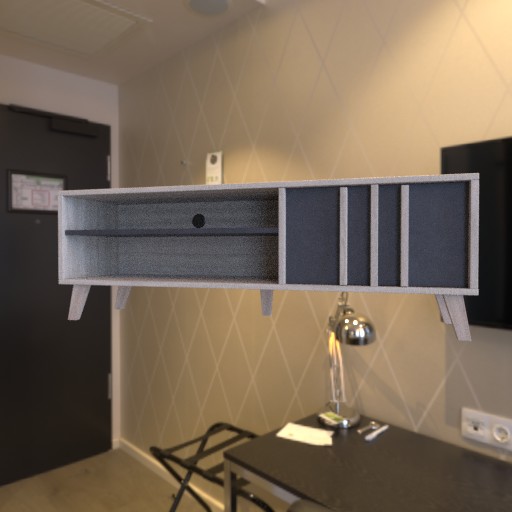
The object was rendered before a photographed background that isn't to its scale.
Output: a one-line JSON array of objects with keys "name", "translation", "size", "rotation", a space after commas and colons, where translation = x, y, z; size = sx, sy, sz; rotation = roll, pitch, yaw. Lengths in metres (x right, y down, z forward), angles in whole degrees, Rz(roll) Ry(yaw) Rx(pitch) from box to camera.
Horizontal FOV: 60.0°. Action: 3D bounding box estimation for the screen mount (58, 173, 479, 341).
[{"name": "screen mount", "translation": [0.000, 0.000, 1.725], "size": [1.500, 0.509, 0.401], "rotation": [0, 1, 16]}]
